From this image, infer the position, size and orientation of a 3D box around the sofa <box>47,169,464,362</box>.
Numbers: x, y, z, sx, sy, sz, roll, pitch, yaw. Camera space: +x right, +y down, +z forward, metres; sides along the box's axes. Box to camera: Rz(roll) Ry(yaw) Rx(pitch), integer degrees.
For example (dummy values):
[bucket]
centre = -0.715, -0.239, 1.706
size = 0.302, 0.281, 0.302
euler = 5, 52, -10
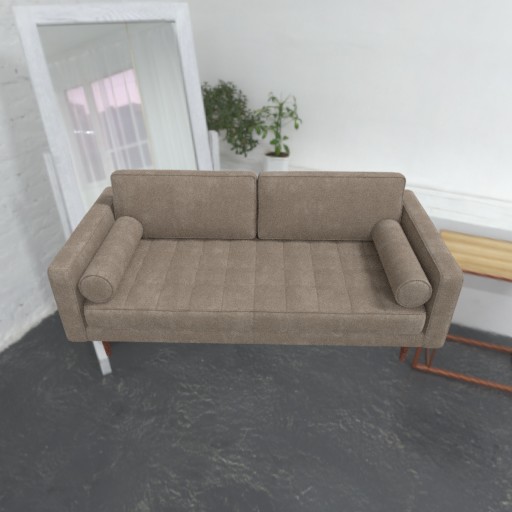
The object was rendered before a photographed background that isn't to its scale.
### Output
[sofa]
centre = 0.000, 0.000, 2.397
size = 1.883, 0.769, 0.920
euler = 1, 33, 1
